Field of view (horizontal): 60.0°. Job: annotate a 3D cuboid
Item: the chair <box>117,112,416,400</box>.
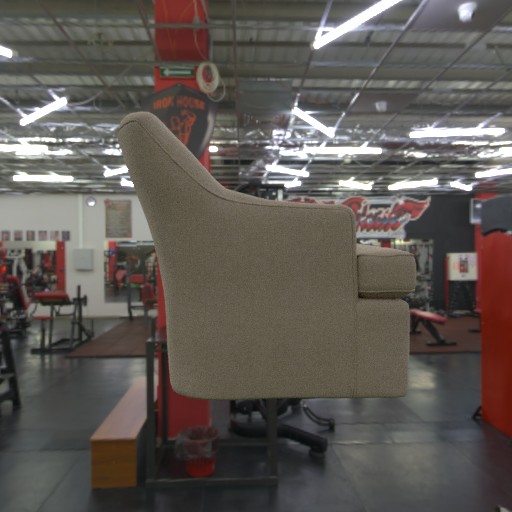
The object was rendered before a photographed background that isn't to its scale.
[{"bbox_3d":[0.000,0.000,1.621,0.923,0.856,0.864,0,0,0],"label":"chair"}]
